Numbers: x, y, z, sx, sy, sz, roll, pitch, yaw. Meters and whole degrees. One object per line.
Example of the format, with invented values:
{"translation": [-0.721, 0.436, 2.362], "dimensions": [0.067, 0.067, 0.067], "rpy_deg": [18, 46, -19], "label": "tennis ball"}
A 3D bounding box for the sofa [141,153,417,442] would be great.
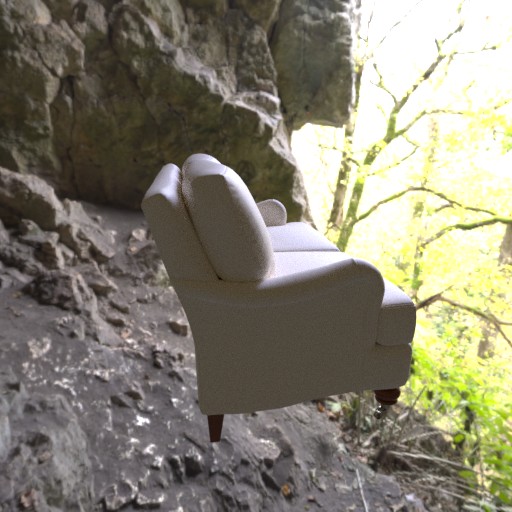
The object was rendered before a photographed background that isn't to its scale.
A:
{"translation": [0.000, 0.000, 2.550], "dimensions": [1.084, 1.101, 1.853], "rpy_deg": [-2, 15, -9], "label": "sofa"}
